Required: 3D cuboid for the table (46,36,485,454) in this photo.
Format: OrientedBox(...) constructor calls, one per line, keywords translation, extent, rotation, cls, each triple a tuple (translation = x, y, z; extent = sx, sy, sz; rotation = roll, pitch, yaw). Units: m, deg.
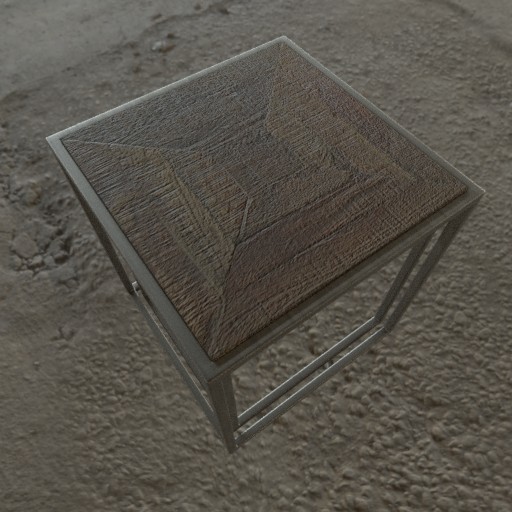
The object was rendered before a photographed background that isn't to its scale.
OrientedBox(translation=(0.000, 0.000, 0.840), extent=(0.449, 0.500, 0.450), rotation=(-31, 63, -18), cls="table")
